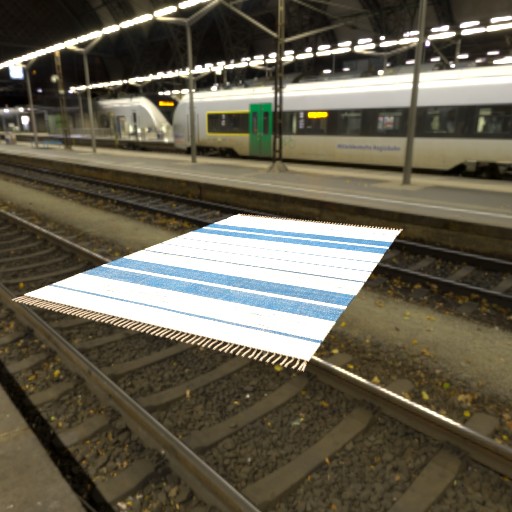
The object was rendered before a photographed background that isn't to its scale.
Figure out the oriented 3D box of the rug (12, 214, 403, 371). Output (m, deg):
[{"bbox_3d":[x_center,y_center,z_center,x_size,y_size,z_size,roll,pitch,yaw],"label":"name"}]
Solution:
[{"bbox_3d":[0.000,0.000,2.931,1.532,0.010,2.441,8,18,24],"label":"rug"}]
